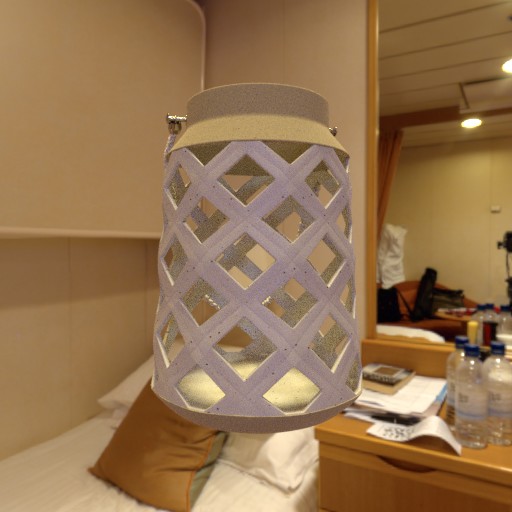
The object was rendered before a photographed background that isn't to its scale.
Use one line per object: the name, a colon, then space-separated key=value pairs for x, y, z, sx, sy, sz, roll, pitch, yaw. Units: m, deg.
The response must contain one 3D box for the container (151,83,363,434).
container: x=0.000 y=0.000 z=0.403 sx=0.188 sy=0.264 sz=0.198 roll=0 pitch=2 yaw=-16
